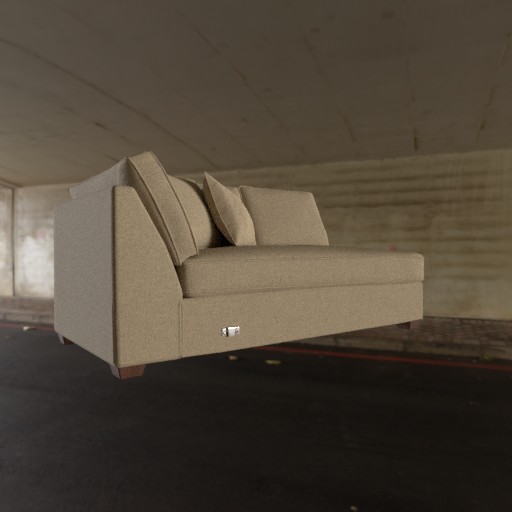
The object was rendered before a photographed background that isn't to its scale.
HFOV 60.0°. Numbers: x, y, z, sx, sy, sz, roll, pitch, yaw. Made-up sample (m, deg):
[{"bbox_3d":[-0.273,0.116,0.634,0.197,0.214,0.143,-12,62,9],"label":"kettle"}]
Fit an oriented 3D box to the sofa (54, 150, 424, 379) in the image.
[{"bbox_3d":[0.000,0.000,2.898,2.237,1.033,1.110,-1,1,-37],"label":"sofa"}]
